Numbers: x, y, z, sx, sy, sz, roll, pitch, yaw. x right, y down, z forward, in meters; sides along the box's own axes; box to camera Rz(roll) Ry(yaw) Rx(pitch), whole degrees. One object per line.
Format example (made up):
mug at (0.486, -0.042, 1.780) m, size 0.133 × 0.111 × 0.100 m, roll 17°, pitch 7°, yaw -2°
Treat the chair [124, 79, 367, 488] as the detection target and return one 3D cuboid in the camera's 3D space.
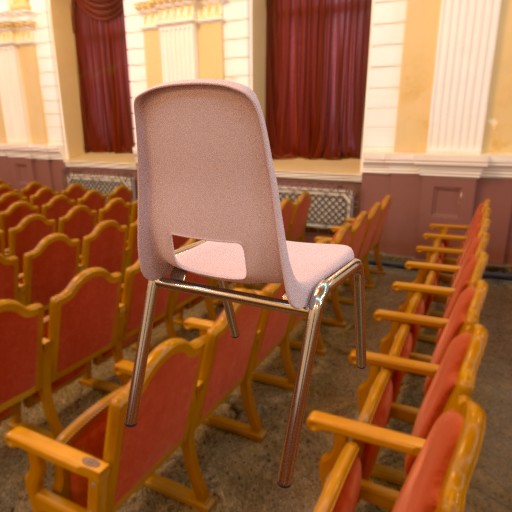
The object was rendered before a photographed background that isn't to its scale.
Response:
chair at (0.000, 0.000, 0.833) m, size 0.354 × 0.586 × 0.423 m, roll 8°, pitch 18°, yaw 26°
